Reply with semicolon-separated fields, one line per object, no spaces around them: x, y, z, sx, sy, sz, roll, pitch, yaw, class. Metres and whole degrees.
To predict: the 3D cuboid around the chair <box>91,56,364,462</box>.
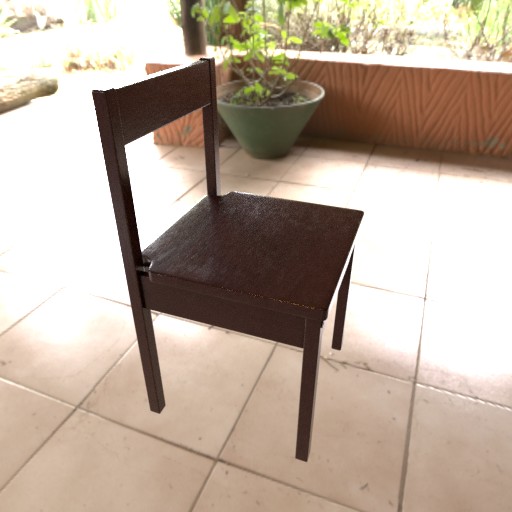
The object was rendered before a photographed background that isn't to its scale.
0.000;0.000;0.877;0.361;0.668;0.367;11;33;17;chair
